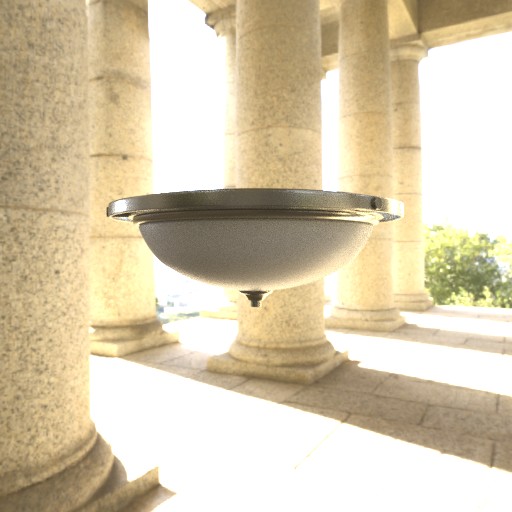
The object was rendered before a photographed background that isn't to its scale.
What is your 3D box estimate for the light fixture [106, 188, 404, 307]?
[{"bbox_3d":[0.000,0.000,0.571,0.361,0.130,0.361,0,1,0],"label":"light fixture"}]
